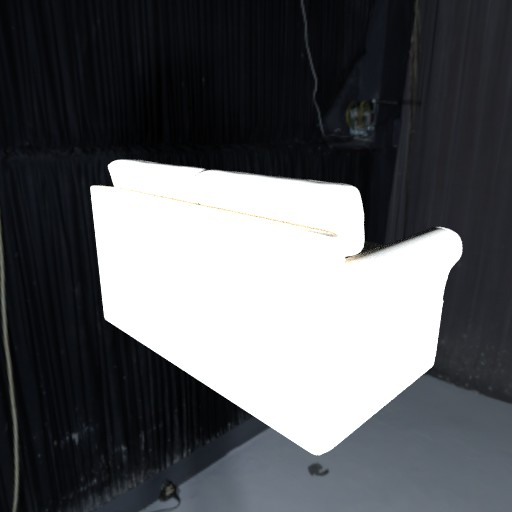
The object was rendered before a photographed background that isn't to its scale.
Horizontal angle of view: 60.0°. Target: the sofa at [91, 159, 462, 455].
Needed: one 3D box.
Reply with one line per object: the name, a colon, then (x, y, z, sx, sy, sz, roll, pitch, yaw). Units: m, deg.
sofa: (0.000, 0.000, 2.308, 0.991, 0.940, 1.727, -16, 23, -42)
